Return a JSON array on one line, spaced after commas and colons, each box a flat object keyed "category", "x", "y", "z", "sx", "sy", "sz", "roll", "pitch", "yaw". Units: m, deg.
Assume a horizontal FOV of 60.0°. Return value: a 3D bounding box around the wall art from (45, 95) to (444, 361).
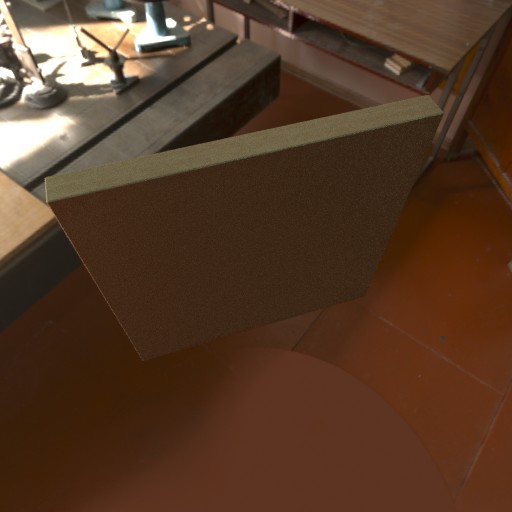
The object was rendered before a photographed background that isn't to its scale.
[{"category": "wall art", "x": 0.000, "y": 0.000, "z": 0.758, "sx": 0.503, "sy": 0.506, "sz": 0.040, "roll": -15, "pitch": 58, "yaw": -10}]
